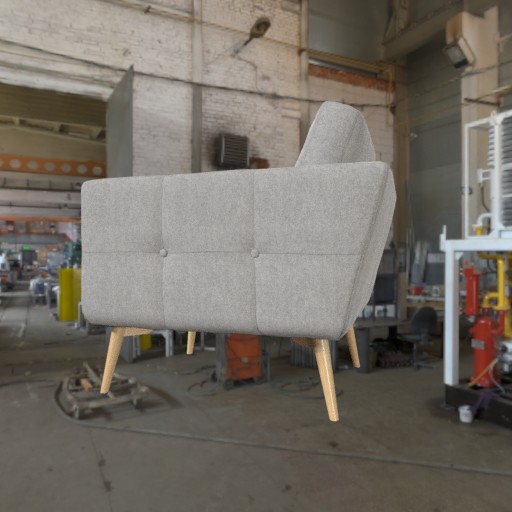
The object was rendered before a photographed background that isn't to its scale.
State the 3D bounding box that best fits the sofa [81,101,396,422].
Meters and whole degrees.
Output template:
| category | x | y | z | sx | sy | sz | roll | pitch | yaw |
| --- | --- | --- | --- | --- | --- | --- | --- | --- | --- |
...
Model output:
| category | x | y | z | sx | sy | sz | roll | pitch | yaw |
| --- | --- | --- | --- | --- | --- | --- | --- | --- | --- |
| sofa | 0.000 | 0.000 | 1.535 | 0.920 | 0.860 | 0.770 | 0 | 0 | 19 |
